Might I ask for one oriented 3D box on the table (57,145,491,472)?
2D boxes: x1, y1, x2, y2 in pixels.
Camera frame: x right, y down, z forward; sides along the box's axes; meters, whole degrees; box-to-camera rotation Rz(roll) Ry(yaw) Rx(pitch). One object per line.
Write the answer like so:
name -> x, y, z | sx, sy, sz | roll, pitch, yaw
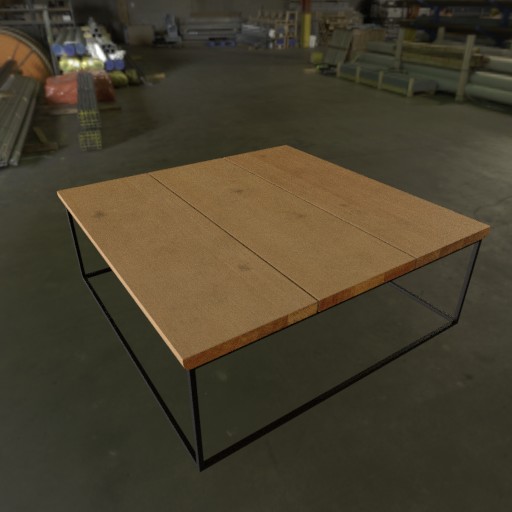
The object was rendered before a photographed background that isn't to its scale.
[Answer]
table -> 0.000, 0.000, 1.669 | 1.100, 0.400, 1.100 | -19, 35, -29
